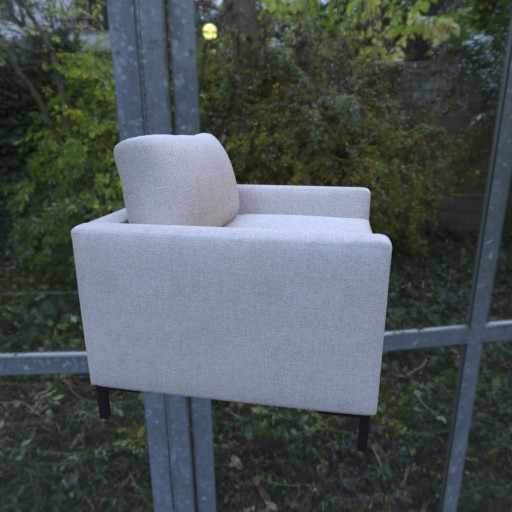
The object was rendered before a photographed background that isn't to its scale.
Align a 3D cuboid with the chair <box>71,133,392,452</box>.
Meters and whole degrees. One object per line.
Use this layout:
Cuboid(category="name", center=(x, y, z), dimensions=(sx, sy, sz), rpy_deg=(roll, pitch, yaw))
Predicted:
Cuboid(category="chair", center=(0.000, 0.000, 1.615), dimensions=(0.866, 0.861, 0.963), rpy_deg=(3, 17, 10))
